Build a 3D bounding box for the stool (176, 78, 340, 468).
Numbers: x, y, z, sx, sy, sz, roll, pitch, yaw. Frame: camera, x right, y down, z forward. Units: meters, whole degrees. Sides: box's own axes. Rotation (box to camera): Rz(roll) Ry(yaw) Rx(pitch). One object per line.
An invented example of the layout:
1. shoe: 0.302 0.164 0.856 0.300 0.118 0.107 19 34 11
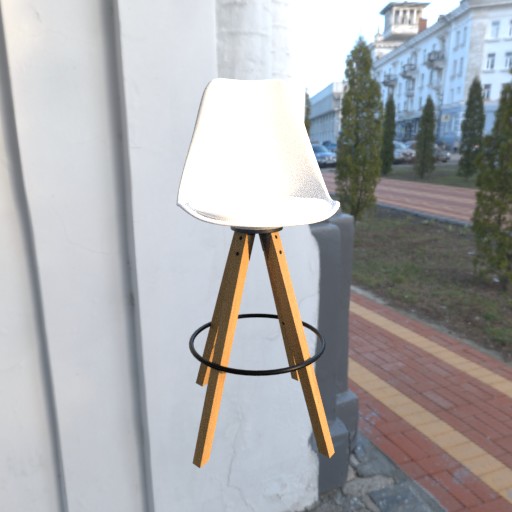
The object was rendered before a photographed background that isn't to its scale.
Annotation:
1. stool: 0.000 0.000 1.401 0.482 1.115 0.549 -2 14 -6
